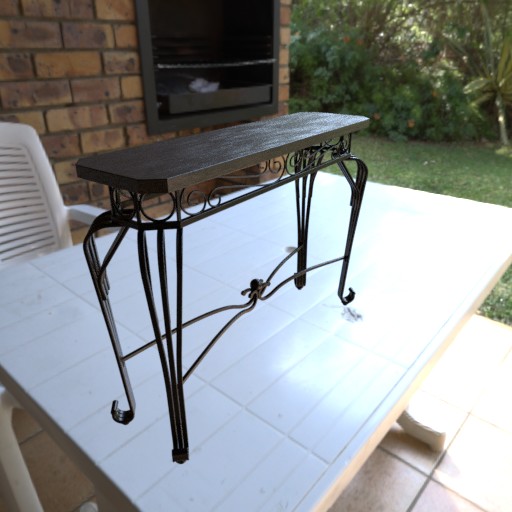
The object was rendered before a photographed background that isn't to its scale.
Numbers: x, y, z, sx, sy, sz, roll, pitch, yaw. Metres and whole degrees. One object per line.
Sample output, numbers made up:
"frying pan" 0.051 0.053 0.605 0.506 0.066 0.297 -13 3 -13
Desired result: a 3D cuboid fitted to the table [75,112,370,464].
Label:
"table" 0.000 0.000 1.489 0.329 0.800 1.112 17 30 32
